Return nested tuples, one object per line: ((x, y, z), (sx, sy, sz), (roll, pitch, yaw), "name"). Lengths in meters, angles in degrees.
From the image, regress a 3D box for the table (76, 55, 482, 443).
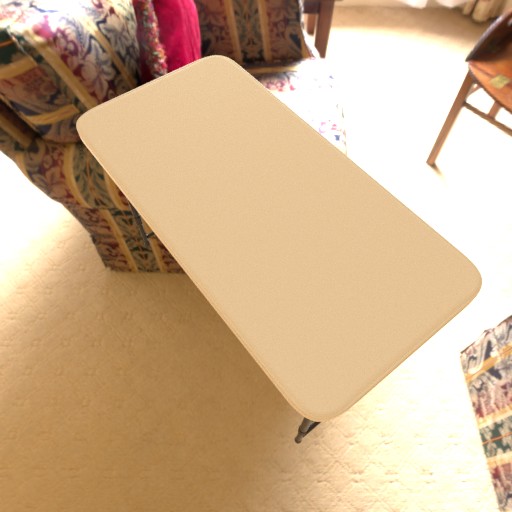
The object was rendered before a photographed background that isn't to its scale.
((0.000, 0.000, 1.600), (0.610, 0.737, 1.219), (-33, 64, -19), "table")
